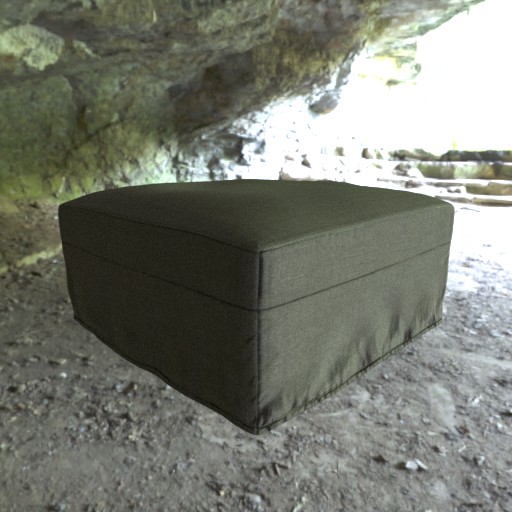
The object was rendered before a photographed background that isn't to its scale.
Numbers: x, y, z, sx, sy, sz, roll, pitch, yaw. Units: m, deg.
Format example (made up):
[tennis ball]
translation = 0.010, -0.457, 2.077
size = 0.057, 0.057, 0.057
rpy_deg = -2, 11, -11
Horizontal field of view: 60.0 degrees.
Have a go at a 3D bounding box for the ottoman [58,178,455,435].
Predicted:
[ottoman]
translation = 0.000, 0.000, 1.317
size = 0.843, 0.436, 0.840
rpy_deg = 14, 19, 43
